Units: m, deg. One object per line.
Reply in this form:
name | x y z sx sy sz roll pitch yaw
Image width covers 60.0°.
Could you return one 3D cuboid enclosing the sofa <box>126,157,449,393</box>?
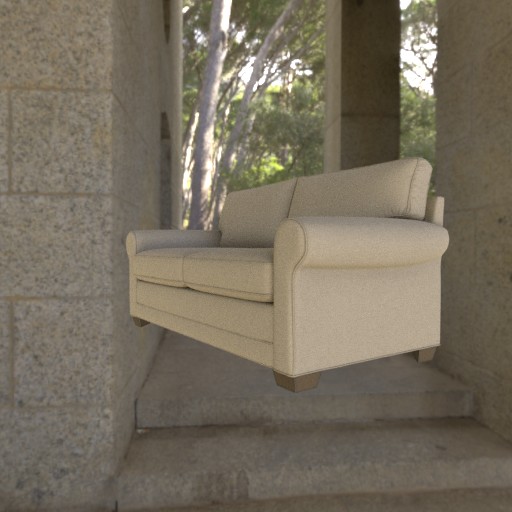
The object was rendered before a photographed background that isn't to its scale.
sofa | 0.000 0.000 2.520 0.940 0.952 1.930 -1 2 -35
